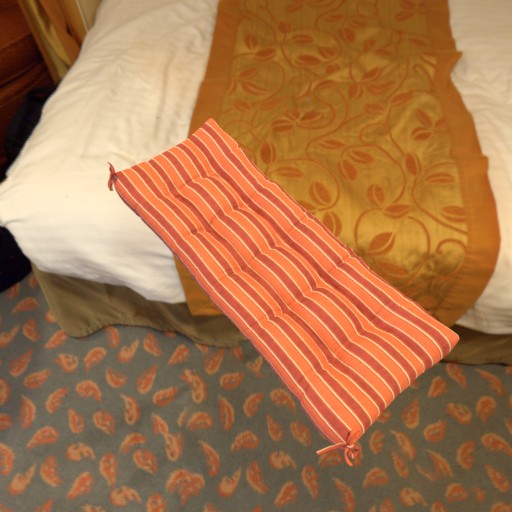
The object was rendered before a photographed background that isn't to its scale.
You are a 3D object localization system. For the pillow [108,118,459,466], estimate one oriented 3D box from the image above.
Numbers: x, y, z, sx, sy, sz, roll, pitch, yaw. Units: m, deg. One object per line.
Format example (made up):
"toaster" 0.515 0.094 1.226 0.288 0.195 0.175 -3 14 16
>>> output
"pillow" 0.000 0.000 1.359 0.511 0.174 1.194 -35 64 -20
